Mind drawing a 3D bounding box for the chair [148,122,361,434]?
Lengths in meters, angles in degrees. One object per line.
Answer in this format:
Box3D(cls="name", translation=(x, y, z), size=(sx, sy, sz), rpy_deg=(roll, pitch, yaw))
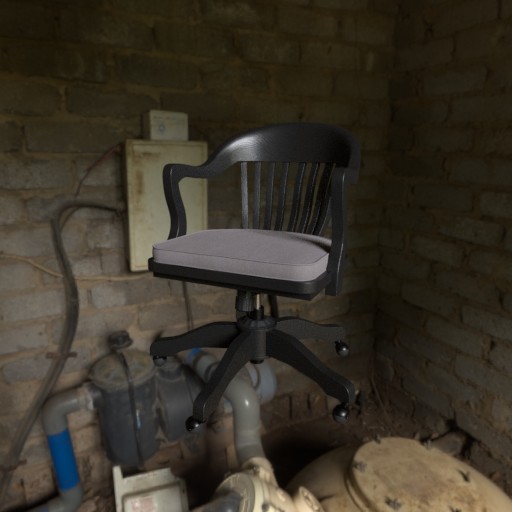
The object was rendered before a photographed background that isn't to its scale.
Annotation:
Box3D(cls="chair", translation=(0.000, 0.000, 1.473), size=(0.750, 0.878, 0.788), rpy_deg=(7, 16, 24))
